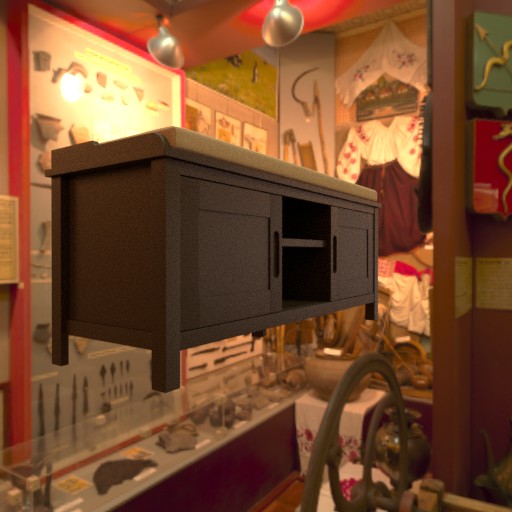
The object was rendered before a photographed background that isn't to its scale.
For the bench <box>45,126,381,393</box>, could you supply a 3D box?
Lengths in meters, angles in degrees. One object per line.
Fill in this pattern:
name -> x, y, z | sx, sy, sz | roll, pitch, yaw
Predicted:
bench -> 0.000, 0.000, 1.383 | 0.398, 0.501, 1.140 | 0, 0, 35
